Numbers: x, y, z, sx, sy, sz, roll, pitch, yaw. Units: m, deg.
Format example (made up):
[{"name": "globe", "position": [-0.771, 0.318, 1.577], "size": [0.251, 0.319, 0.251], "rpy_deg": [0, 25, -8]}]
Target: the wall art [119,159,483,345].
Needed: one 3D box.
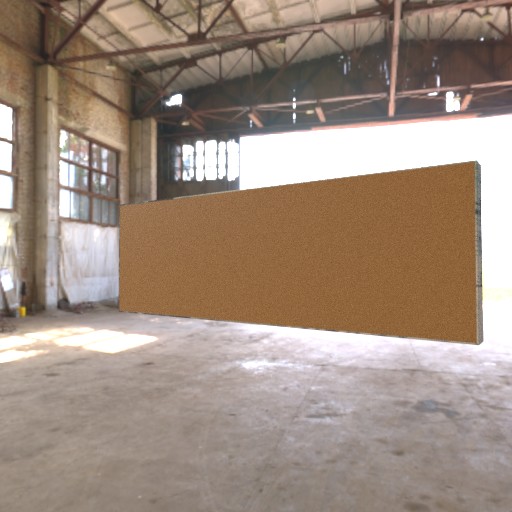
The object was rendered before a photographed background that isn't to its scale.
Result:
[{"name": "wall art", "position": [0.000, 0.000, 0.831], "size": [0.759, 0.251, 0.037], "rpy_deg": [-1, -2, 35]}]
